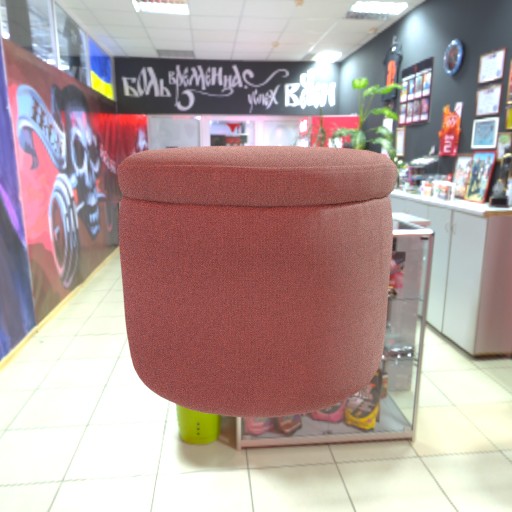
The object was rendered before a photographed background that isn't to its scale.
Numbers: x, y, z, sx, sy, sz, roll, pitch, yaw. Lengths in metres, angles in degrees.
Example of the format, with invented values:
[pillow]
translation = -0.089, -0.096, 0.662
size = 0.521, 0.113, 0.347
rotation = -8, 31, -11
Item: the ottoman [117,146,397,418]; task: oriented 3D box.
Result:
[ottoman]
translation = 0.000, 0.000, 0.852
size = 0.497, 0.409, 0.497
rotation = 0, 13, 0
